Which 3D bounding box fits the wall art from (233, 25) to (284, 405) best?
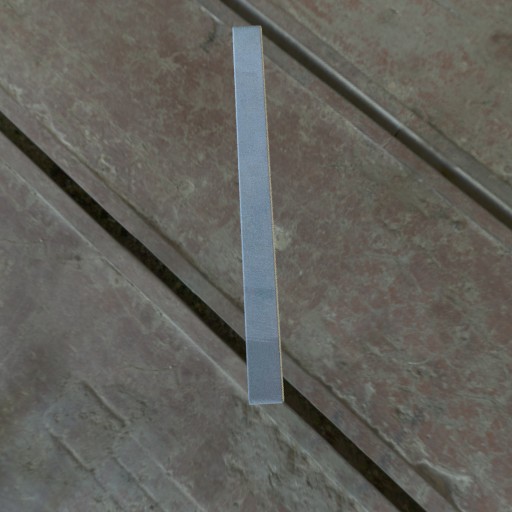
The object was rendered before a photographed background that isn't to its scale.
[{"bbox_3d":[0.000,0.000,0.803,0.037,0.613,0.455,-3,77,-1],"label":"wall art"}]
